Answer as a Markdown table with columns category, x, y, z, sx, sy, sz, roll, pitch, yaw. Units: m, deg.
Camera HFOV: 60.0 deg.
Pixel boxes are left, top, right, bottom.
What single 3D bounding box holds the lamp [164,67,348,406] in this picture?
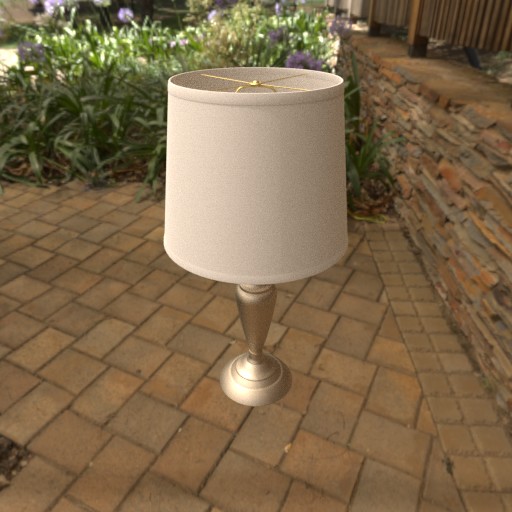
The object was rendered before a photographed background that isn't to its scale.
| category | x | y | z | sx | sy | sz | roll | pitch | yaw |
| --- | --- | --- | --- | --- | --- | --- | --- | --- | --- |
| lamp | 0.000 | 0.000 | 0.823 | 0.328 | 0.619 | 0.328 | 0 | 30 | 0 |
